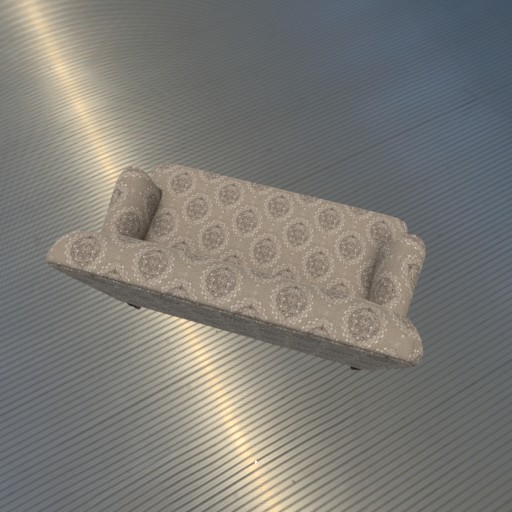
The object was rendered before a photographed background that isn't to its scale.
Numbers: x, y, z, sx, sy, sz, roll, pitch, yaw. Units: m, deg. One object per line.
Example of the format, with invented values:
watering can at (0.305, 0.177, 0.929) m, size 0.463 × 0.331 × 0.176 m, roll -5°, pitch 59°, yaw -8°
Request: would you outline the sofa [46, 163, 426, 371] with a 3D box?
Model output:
sofa at (0.000, 0.000, 1.844) m, size 1.297 × 0.889 × 0.779 m, roll 15°, pitch 66°, yaw 7°
